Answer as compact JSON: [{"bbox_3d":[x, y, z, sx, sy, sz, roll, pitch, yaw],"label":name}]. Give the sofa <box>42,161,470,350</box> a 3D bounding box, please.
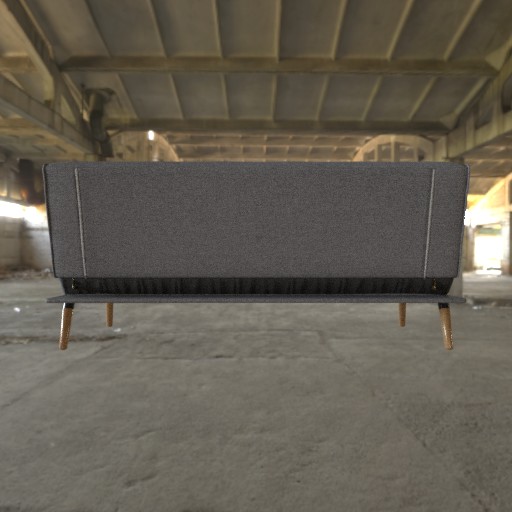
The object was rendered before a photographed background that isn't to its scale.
[{"bbox_3d":[0.000,0.000,2.272,1.820,0.830,0.810,0,0,0],"label":"sofa"}]
